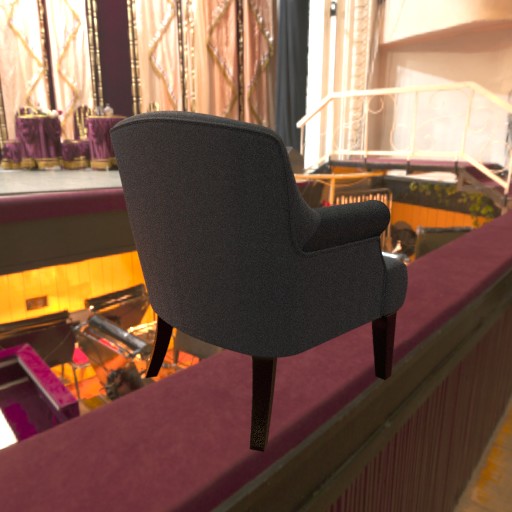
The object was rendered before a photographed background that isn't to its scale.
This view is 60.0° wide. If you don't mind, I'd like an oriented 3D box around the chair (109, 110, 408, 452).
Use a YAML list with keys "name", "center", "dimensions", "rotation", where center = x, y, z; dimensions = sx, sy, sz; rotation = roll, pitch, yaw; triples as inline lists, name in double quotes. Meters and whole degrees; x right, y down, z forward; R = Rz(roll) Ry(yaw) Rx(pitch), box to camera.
- name: "chair"
  center: [0.000, 0.000, 1.460]
  dimensions: [0.754, 0.878, 0.770]
  rotation: [-14, 20, -43]
